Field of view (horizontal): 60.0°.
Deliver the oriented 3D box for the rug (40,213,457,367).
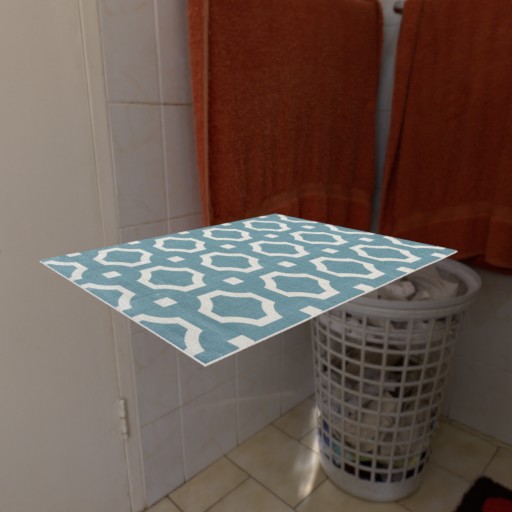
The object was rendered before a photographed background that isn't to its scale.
[{"bbox_3d":[0.000,0.000,4.143,3.049,0.021,2.466,-15,23,-41],"label":"rug"}]
